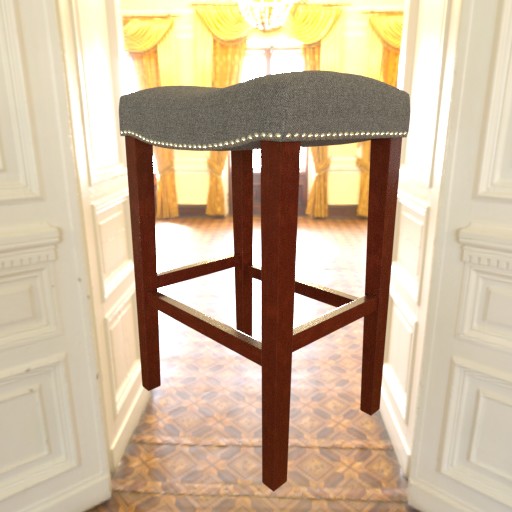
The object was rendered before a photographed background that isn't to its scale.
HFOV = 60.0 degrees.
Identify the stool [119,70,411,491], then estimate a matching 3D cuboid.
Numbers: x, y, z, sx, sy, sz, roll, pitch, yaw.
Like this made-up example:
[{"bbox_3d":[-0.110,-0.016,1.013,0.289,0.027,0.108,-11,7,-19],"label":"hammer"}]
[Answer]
[{"bbox_3d":[0.000,0.000,1.005,0.372,0.742,0.504,-15,22,-41],"label":"stool"}]
